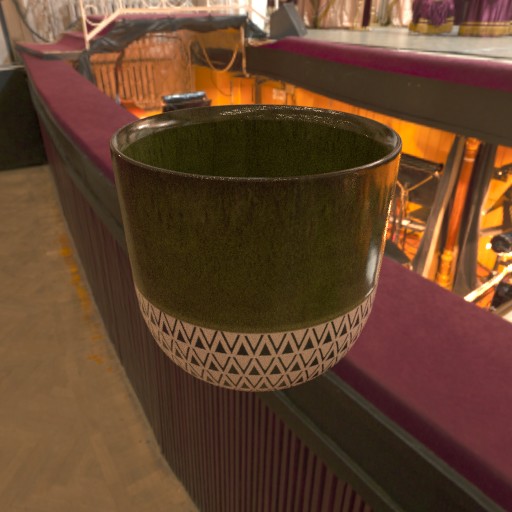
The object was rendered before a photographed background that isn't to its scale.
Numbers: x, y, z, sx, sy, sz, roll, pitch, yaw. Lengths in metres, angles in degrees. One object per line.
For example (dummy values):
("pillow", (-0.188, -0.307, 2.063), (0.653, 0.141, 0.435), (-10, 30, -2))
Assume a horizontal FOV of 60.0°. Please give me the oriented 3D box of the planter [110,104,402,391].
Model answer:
("planter", (0.000, 0.000, 0.483), (0.266, 0.270, 0.266), (0, 30, 0))
